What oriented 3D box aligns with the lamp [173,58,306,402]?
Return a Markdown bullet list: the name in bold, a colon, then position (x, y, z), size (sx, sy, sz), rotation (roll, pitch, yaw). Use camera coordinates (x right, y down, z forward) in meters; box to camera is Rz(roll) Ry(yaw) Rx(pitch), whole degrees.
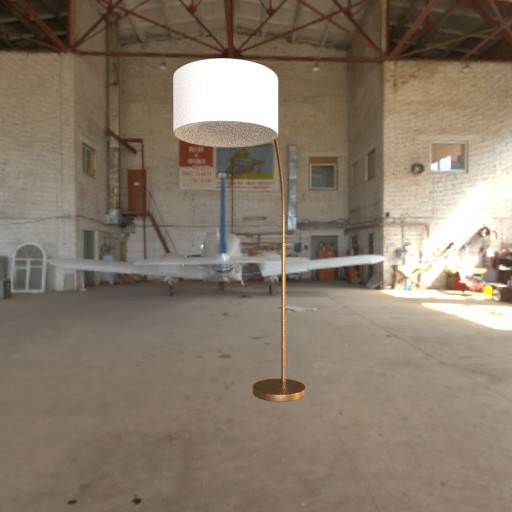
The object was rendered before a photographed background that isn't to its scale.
- **lamp**: position (0.000, 0.000, 2.570), size (0.493, 1.927, 1.434), rotation (0, 1, 18)
